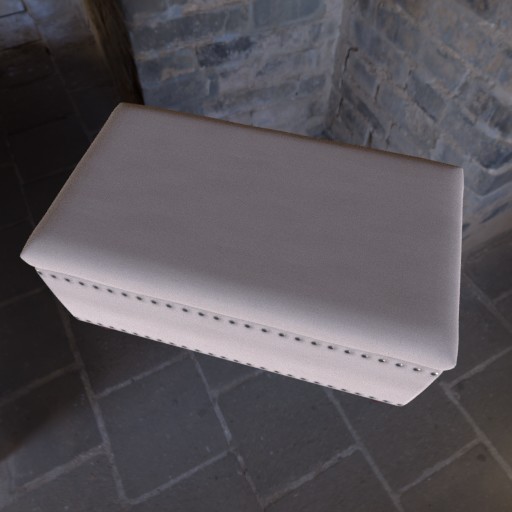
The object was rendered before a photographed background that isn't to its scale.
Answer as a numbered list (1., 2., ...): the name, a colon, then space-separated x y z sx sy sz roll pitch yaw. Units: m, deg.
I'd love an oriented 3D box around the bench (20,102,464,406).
1. bench: 0.000 0.000 1.145 0.887 0.449 0.500 13 59 8
